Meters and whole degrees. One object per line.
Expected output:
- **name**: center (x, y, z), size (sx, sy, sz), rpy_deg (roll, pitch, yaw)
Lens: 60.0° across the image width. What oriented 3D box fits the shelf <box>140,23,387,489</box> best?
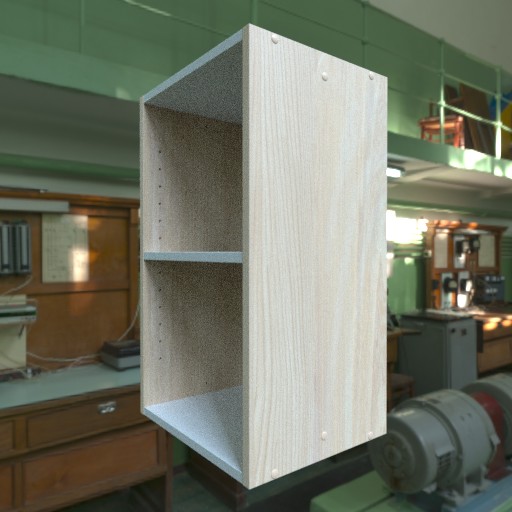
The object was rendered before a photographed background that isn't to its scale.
- **shelf**: center (0.000, 0.000, 0.796), size (0.290, 0.600, 0.350), rpy_deg (0, 1, -38)
